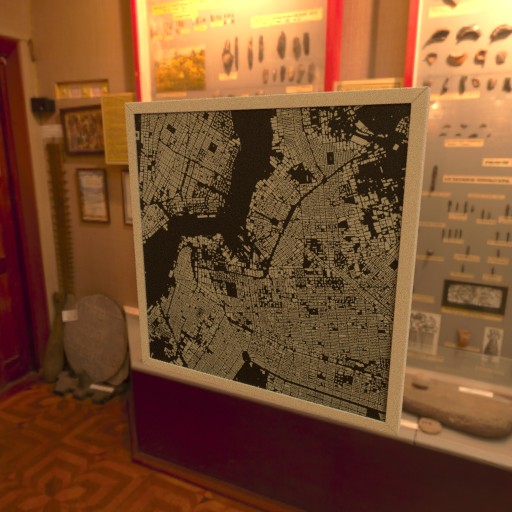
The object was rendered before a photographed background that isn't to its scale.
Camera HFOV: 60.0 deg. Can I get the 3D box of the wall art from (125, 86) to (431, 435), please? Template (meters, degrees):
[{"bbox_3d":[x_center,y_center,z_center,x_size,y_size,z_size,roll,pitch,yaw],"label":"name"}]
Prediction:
[{"bbox_3d":[0.000,0.000,1.123,0.761,0.762,0.050,7,16,26],"label":"wall art"}]
